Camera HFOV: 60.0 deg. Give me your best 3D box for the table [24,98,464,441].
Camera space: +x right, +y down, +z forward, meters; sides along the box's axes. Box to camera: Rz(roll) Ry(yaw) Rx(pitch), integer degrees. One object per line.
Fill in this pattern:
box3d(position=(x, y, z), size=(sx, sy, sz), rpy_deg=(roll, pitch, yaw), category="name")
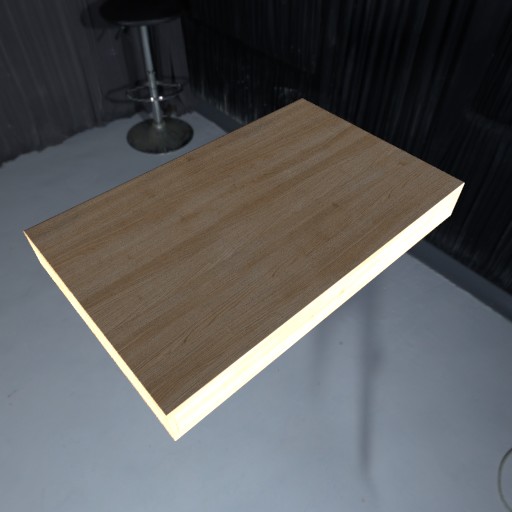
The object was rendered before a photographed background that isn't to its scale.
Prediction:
box3d(position=(0.000, 0.000, 1.458), size=(1.100, 0.440, 0.700), rpy_deg=(-33, 56, -27), category="table")
